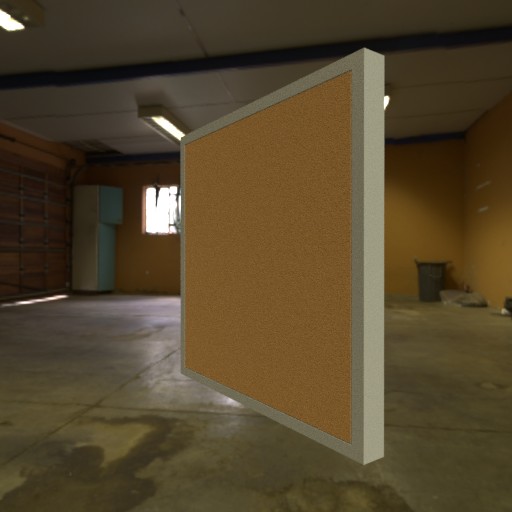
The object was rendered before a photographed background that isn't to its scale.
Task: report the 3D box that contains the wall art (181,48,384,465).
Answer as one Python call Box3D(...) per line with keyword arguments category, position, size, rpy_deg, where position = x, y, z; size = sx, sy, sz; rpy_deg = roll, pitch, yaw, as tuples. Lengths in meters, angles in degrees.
Box3D(category="wall art", position=(0.000, 0.000, 0.755), size=(0.038, 0.506, 0.506), rpy_deg=(0, 0, -35))
